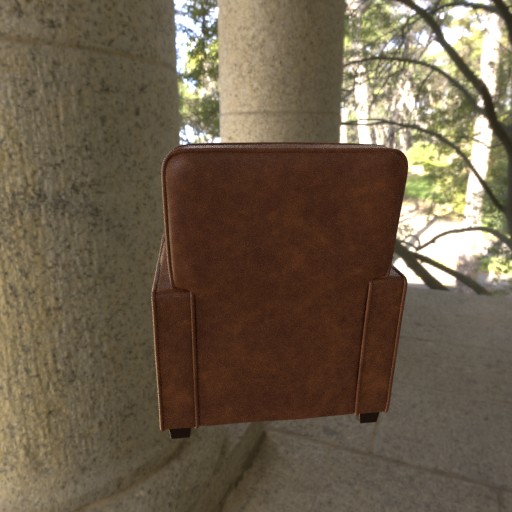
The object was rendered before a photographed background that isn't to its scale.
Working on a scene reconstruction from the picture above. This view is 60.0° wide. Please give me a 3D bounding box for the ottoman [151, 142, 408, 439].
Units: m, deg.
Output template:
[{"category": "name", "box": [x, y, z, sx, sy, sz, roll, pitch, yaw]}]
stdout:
[{"category": "ottoman", "box": [0.000, 0.000, 1.828, 0.732, 0.904, 1.314, -2, 14, -7]}]
